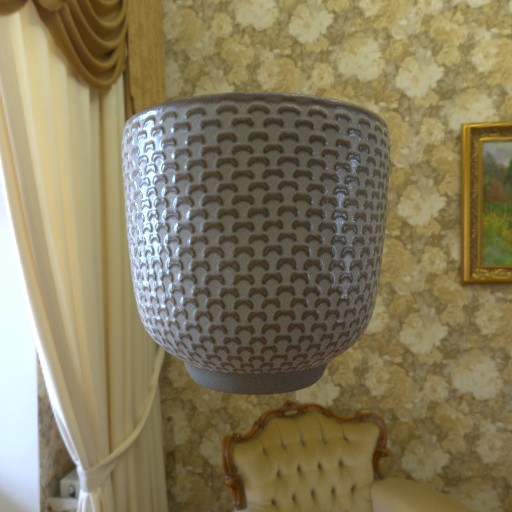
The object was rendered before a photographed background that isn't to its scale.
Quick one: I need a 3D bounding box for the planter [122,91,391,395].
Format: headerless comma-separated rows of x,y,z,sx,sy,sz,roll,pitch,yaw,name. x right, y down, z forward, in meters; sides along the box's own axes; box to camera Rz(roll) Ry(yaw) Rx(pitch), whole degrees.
0.000,0.000,0.240,0.139,0.130,0.139,0,1,0,planter
